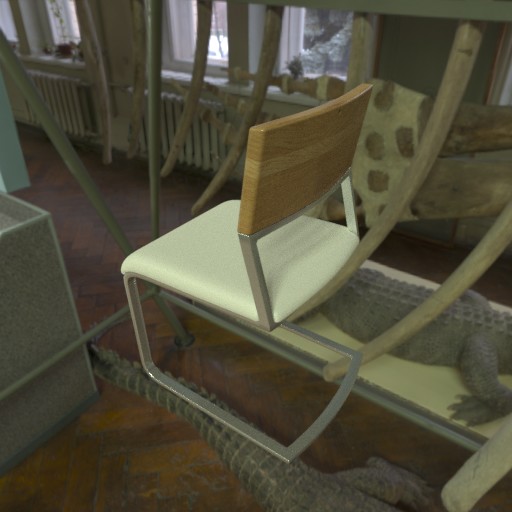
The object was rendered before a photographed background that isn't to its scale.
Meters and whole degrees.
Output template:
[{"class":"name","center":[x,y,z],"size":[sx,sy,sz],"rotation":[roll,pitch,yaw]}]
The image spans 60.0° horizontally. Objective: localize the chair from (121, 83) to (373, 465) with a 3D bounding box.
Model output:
[{"class":"chair","center":[0.000,0.000,1.191],"size":[0.585,0.844,0.467],"rotation":[20,37,29]}]
